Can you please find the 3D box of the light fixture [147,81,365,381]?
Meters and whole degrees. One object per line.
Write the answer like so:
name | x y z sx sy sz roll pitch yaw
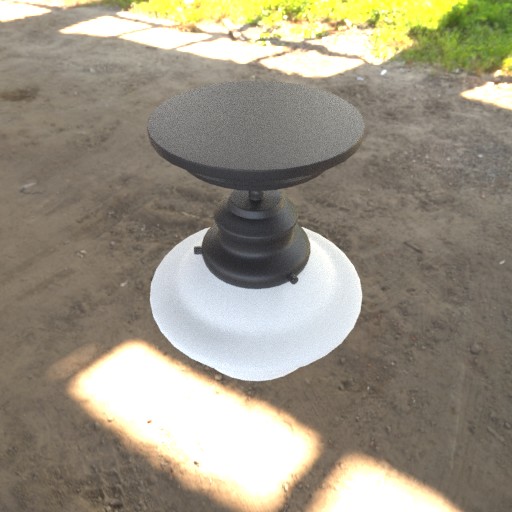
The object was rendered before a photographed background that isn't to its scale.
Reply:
light fixture | 0.000 0.000 0.393 0.197 0.254 0.197 0 40 0
